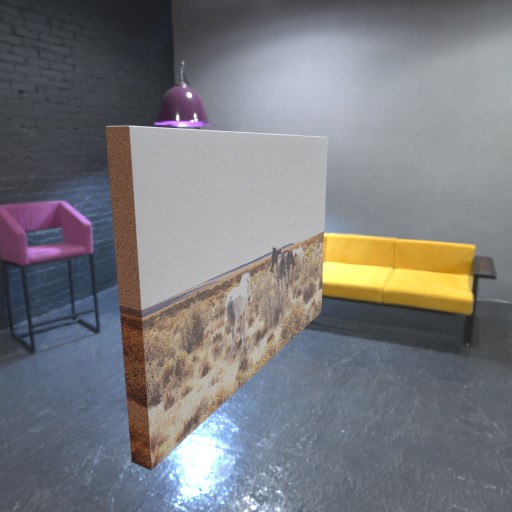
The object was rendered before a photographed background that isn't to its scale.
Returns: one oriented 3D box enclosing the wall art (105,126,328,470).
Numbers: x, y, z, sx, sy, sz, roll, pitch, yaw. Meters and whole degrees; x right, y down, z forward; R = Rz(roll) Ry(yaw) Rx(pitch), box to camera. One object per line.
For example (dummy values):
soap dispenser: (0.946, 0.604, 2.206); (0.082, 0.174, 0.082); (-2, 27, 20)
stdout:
wall art: (0.000, 0.000, 1.146); (0.050, 0.610, 0.914); (7, 16, 27)
